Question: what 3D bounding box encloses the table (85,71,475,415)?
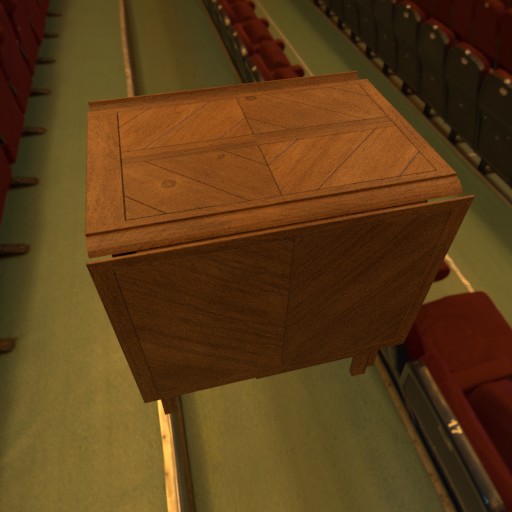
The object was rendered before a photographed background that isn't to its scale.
[{"bbox_3d":[0.000,0.000,1.283,0.746,0.763,0.591,-10,47,-10],"label":"table"}]
